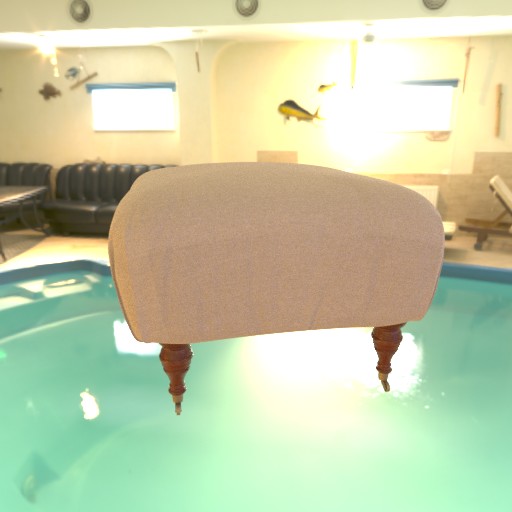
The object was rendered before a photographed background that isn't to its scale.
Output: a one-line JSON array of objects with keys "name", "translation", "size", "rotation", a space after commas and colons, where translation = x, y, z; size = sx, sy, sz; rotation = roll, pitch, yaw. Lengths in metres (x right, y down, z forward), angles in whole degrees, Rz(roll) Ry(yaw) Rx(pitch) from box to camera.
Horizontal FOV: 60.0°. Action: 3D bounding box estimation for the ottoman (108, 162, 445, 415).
[{"name": "ottoman", "translation": [0.000, 0.000, 1.116], "size": [0.622, 0.450, 0.746], "rotation": [-3, 16, -10]}]
